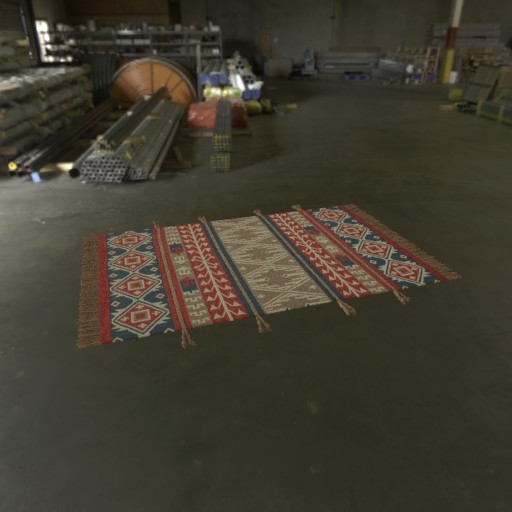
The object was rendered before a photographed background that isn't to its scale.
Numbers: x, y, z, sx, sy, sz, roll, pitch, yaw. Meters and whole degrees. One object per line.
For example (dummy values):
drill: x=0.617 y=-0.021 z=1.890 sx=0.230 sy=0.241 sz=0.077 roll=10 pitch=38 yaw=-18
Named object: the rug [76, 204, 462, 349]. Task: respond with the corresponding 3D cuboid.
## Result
rug: x=0.000 y=0.000 z=3.251 sx=2.450 sy=0.048 sz=1.778 roll=-8 pitch=28 yaw=-16
